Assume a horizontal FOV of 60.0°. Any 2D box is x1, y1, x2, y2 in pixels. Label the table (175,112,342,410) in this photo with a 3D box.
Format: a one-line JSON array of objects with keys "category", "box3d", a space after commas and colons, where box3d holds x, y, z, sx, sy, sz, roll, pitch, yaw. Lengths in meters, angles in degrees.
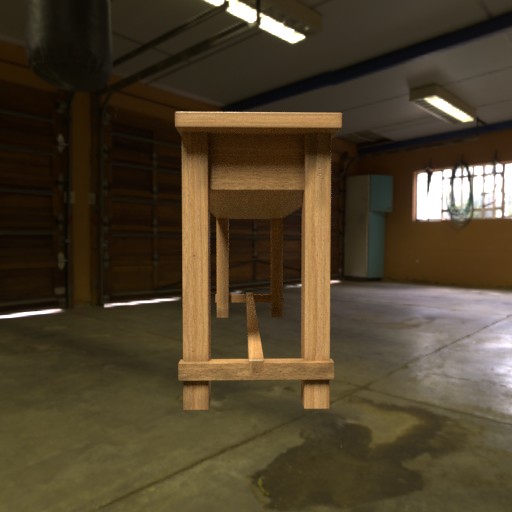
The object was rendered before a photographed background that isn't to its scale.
[{"category": "table", "box3d": [0.000, 0.000, 1.902, 0.442, 0.762, 1.599, 0, 2, -2]}]
